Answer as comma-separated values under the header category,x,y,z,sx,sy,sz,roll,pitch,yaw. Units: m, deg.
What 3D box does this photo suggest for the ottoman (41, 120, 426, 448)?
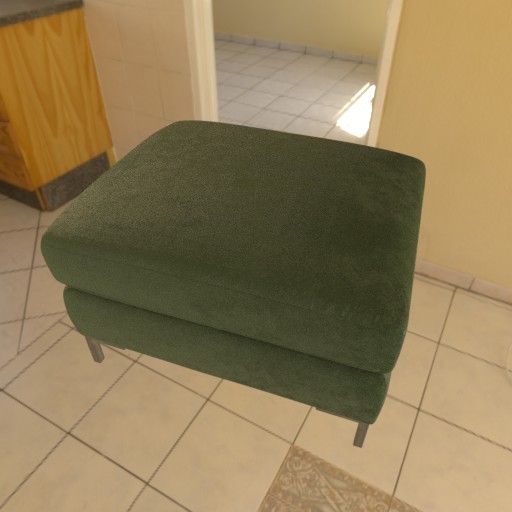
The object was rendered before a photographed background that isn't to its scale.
category,x,y,z,sx,sy,sz,roll,pitch,yaw
ottoman,0.000,0.000,1.289,0.839,0.538,0.701,13,42,15
